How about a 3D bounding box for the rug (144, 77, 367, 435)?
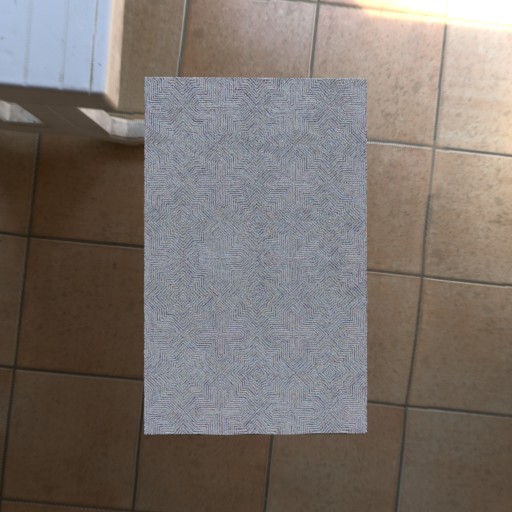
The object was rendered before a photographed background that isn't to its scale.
[{"bbox_3d":[0.000,0.000,3.017,1.519,0.007,2.428,0,90,-1],"label":"rug"}]
